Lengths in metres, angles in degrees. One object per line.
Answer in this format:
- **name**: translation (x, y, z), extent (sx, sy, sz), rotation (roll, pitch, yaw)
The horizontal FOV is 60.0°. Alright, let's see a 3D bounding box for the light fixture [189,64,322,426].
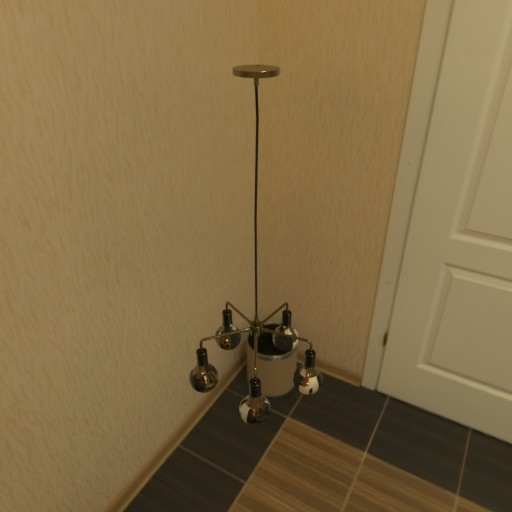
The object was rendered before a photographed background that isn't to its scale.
- **light fixture**: translation (0.000, 0.000, 1.259), extent (0.438, 0.988, 0.421), rotation (1, 31, 1)
